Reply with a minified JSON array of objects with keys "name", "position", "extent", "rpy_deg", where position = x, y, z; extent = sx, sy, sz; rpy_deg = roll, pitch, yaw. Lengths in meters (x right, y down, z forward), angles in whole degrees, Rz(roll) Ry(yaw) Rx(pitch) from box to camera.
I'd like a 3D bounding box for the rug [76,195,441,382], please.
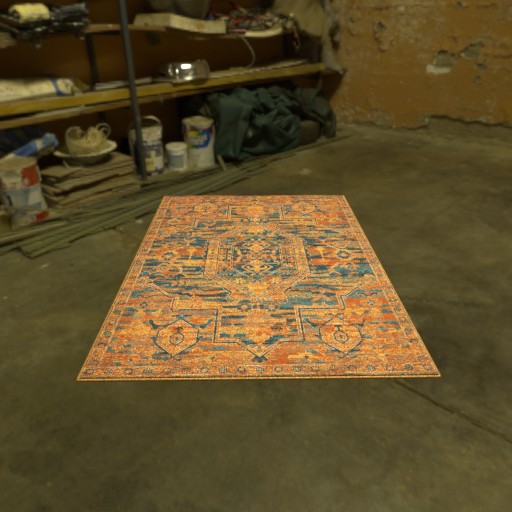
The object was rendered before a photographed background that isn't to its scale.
[{"name":"rug","position":[0.000,0.000,3.754],"extent":[2.043,0.019,2.916],"rpy_deg":[0,28,-1]}]
